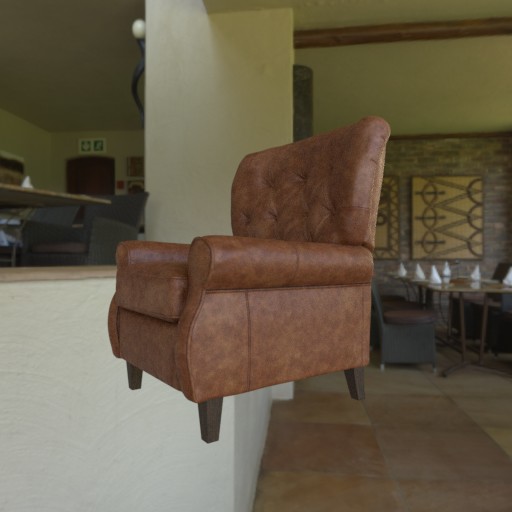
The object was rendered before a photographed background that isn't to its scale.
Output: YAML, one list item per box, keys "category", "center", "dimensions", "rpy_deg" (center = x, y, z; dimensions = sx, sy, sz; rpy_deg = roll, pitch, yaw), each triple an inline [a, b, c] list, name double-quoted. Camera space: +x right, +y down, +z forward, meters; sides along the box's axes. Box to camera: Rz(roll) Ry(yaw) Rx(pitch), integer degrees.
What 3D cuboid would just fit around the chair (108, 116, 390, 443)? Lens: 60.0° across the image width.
- category: "chair"
  center: [0.000, 0.000, 1.912]
  dimensions: [1.059, 1.164, 0.951]
  rpy_deg: [0, 0, -36]
